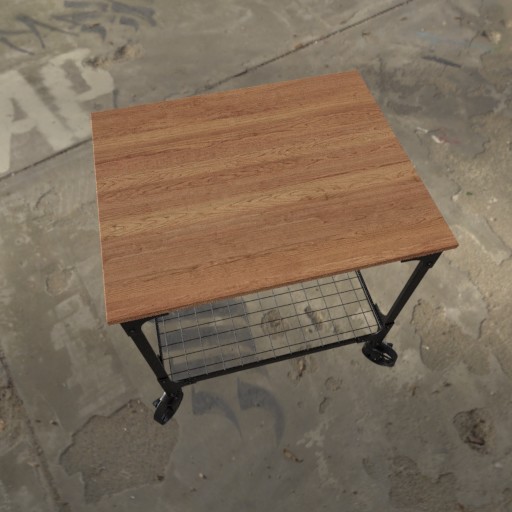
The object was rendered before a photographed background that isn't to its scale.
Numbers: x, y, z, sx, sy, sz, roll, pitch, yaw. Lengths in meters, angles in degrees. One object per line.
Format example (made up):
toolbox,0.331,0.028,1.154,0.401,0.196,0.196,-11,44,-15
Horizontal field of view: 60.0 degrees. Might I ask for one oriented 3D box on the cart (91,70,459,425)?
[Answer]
cart,0.000,0.000,1.091,0.666,0.603,0.558,-12,59,-7
